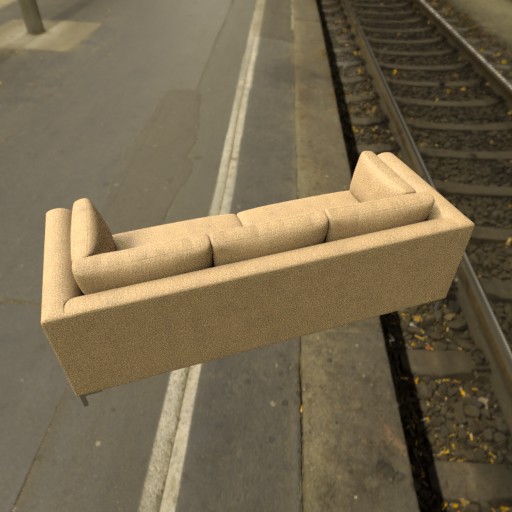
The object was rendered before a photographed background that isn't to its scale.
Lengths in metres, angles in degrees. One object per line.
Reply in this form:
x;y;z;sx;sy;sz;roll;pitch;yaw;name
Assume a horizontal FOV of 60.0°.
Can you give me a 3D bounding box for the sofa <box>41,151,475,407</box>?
0.000;0.000;2.878;2.415;0.867;0.969;-12;43;-14;sofa
